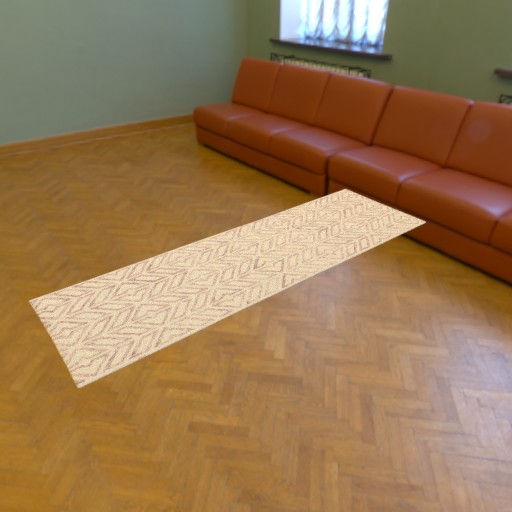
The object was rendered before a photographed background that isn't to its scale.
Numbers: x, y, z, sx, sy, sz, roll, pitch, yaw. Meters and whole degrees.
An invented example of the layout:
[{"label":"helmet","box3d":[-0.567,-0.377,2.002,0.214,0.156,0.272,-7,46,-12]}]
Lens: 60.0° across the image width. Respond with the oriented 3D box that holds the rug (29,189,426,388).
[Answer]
[{"label":"rug","box3d":[0.000,0.000,2.708,2.435,0.009,0.750,-22,38,-32]}]
